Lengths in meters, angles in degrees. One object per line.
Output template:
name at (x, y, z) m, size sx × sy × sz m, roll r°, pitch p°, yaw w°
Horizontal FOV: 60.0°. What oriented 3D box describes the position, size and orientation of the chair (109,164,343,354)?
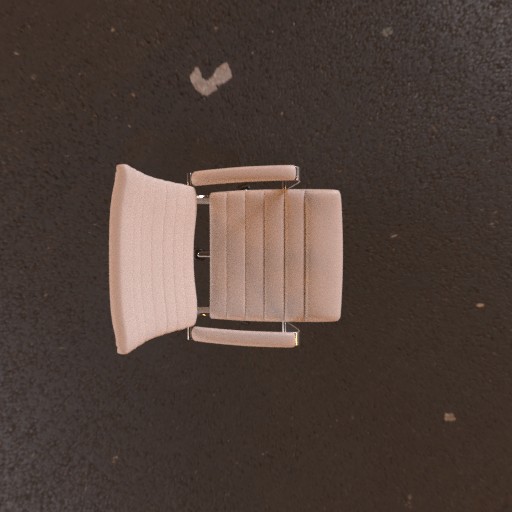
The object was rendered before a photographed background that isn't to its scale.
chair at (0.000, 0.000, 1.567) m, size 0.679 × 1.149 × 0.679 m, roll 0°, pitch 91°, yaw 0°
